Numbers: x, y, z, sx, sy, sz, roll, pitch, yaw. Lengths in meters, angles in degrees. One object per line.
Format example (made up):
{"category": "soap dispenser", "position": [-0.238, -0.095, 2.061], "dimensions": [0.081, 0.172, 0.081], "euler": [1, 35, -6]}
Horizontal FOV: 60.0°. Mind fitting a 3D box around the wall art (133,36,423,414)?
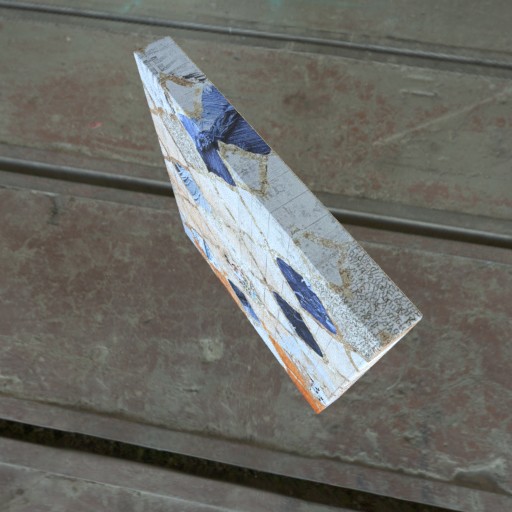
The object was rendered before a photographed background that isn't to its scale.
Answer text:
{"category": "wall art", "position": [0.000, 0.000, 0.450], "dimensions": [0.036, 0.304, 0.303], "euler": [-32, 68, -15]}
